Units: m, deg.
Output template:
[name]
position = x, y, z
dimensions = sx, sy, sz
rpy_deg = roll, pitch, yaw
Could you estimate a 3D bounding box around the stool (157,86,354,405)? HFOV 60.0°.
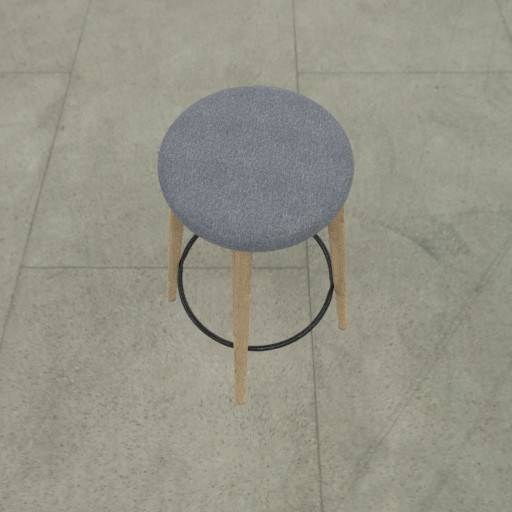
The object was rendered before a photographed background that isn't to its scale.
[stool]
position = 0.000, 0.000, 1.037
dimensions = 0.410, 0.770, 0.410
rpy_deg = -32, 68, -15
